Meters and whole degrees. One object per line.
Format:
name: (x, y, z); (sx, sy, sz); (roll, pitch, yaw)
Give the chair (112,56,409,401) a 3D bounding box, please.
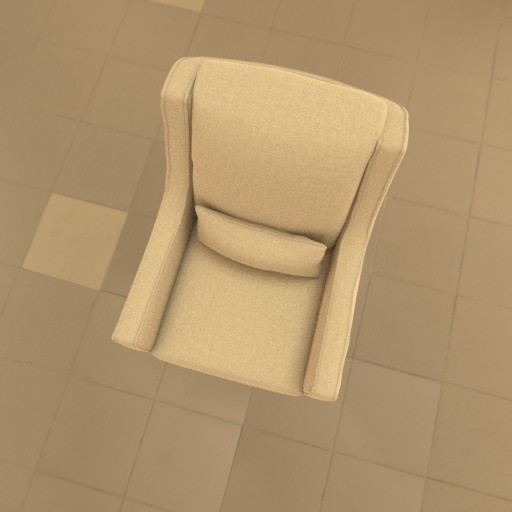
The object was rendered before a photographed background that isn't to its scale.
chair: (0.000, 0.000, 1.586); (0.732, 0.993, 0.879); (14, 76, 4)
